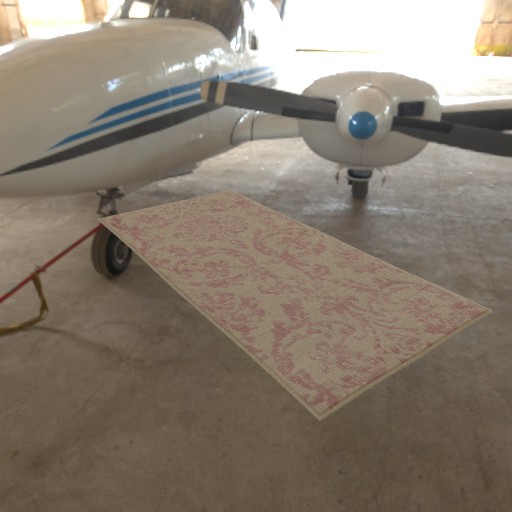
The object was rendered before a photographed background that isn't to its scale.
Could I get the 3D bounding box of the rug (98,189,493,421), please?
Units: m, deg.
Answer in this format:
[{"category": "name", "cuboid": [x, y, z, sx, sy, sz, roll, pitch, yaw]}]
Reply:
[{"category": "rug", "cuboid": [0.000, 0.000, 1.408, 0.604, 0.007, 1.219, -18, 32, -32]}]
